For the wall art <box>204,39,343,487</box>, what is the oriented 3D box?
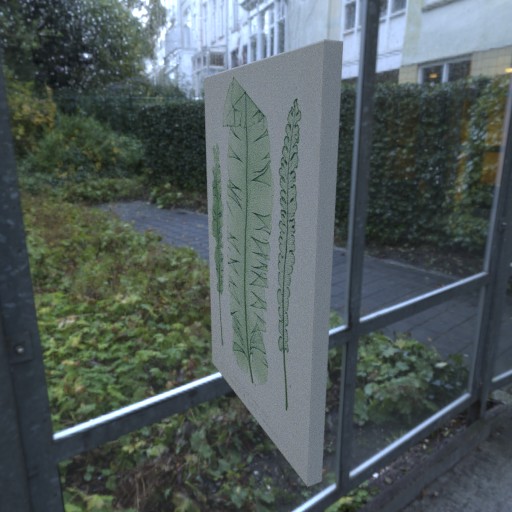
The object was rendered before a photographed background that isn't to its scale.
[{"bbox_3d":[0.000,0.000,1.139,0.038,0.914,0.610,-7,17,-25],"label":"wall art"}]
